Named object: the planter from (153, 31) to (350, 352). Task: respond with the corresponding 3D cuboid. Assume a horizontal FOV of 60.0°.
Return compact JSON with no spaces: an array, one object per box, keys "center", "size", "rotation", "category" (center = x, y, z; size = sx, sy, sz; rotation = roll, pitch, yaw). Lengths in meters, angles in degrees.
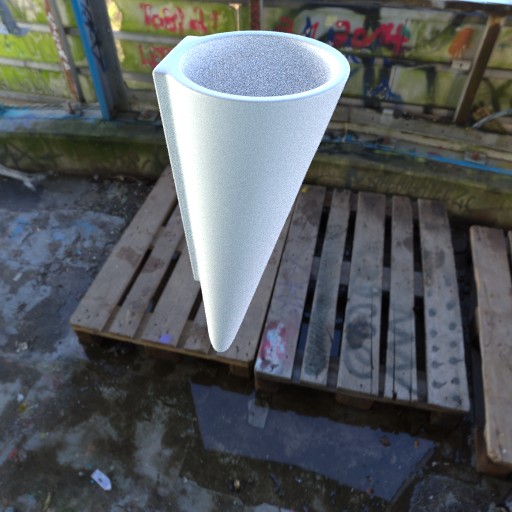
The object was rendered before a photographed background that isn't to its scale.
[{"center":[0.000,0.000,0.222],"size":[0.064,0.193,0.057],"rotation":[11,47,10],"category":"planter"}]
